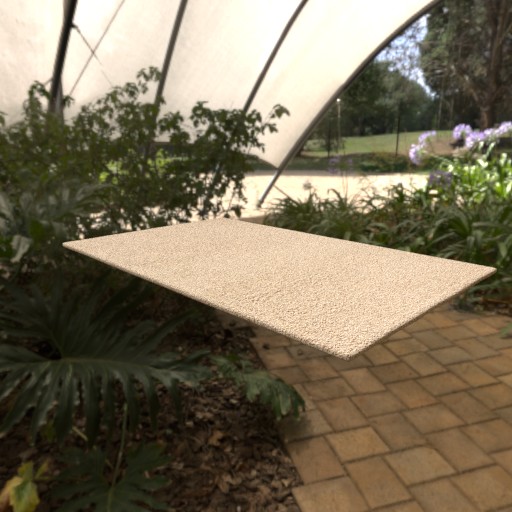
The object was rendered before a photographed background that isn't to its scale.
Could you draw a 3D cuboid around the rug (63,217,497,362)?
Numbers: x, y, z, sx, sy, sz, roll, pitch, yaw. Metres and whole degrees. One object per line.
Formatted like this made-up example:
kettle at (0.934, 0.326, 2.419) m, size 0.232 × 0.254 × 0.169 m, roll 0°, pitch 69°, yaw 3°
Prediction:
rug at (0.000, 0.000, 2.880) m, size 1.524 × 0.030 × 2.438 m, roll -14°, pitch 21°, yaw -43°
